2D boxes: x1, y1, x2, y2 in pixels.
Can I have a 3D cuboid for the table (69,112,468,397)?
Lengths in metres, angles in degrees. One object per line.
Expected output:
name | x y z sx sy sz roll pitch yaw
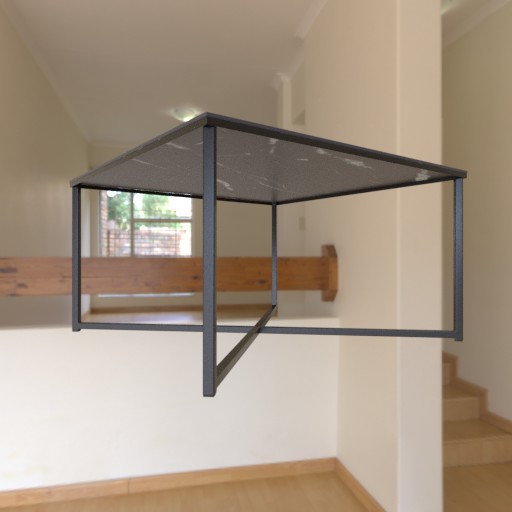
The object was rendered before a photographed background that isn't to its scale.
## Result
table | 0.000 0.000 1.250 0.800 0.450 0.800 0 0 -37
